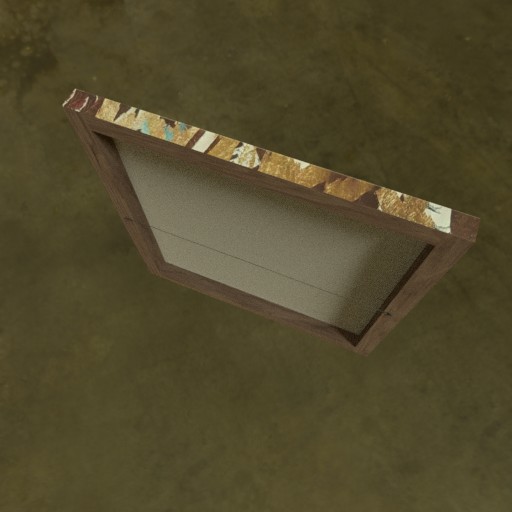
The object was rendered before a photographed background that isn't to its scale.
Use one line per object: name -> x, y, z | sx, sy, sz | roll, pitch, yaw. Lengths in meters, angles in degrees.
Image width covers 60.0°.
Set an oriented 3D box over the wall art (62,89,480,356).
wall art -> 0.000, 0.000, 0.890 | 0.609, 0.613, 0.041 | 20, 66, 9
